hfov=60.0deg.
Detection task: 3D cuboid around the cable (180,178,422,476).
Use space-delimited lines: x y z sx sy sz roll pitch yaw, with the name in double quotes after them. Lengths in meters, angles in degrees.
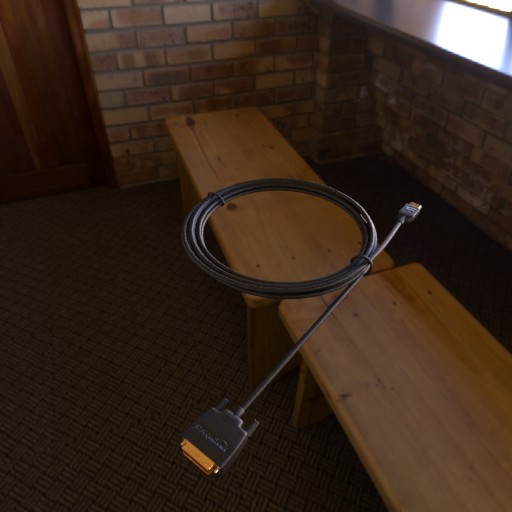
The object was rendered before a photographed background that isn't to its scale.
0.000 0.000 0.506 0.257 0.030 0.422 27 47 28 "cable"
